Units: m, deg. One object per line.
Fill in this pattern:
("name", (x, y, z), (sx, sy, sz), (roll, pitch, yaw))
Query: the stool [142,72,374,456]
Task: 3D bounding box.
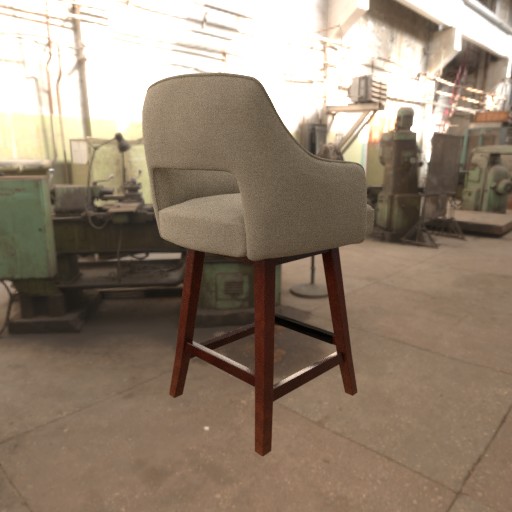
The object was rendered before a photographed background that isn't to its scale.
("stool", (0.000, 0.000, 1.306), (0.560, 0.936, 0.550), (-13, 18, -43))
